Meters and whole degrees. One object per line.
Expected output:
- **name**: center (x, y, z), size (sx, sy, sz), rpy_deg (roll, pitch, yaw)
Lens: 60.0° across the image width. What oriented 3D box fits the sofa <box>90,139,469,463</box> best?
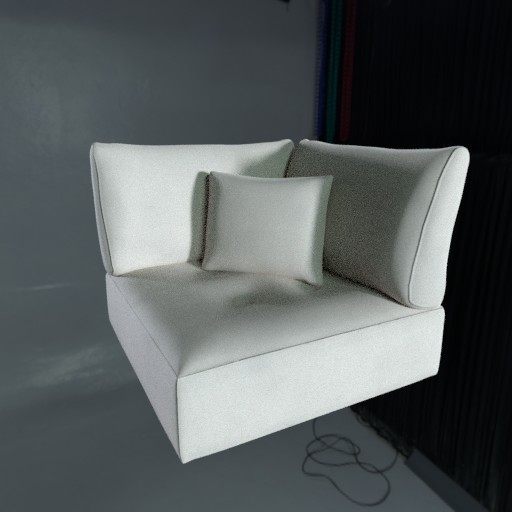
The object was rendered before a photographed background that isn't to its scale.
- **sofa**: center (0.000, 0.000, 1.658), size (1.000, 0.820, 1.000), rpy_deg (-8, 18, -27)
